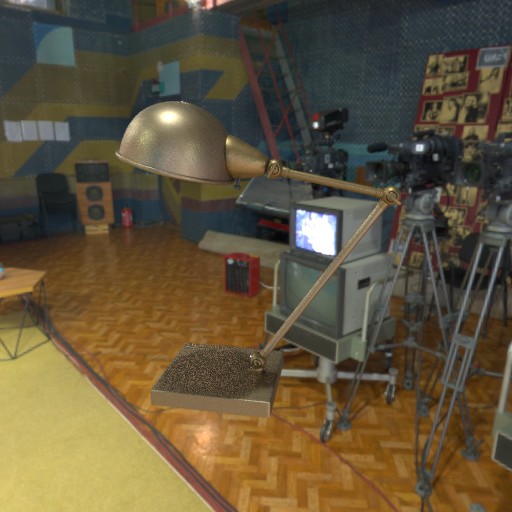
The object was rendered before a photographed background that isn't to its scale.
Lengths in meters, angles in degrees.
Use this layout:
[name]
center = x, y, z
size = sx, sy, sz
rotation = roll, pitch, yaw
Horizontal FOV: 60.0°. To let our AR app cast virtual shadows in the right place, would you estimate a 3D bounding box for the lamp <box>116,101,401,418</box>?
[lamp]
center = 0.000, 0.000, 0.558
size = 0.339, 0.371, 0.149
rotation = 3, 15, 10
